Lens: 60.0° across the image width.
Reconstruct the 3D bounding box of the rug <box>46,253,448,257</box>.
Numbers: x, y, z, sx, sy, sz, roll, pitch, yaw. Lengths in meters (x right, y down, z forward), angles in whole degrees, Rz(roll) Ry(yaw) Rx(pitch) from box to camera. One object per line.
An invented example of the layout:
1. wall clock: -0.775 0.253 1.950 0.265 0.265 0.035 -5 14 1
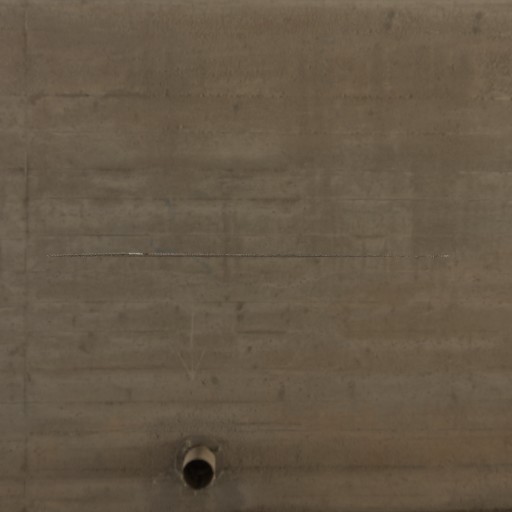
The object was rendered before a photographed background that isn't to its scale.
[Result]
1. rug: 0.000 0.000 3.145 2.440 0.010 1.528 0 0 -37
